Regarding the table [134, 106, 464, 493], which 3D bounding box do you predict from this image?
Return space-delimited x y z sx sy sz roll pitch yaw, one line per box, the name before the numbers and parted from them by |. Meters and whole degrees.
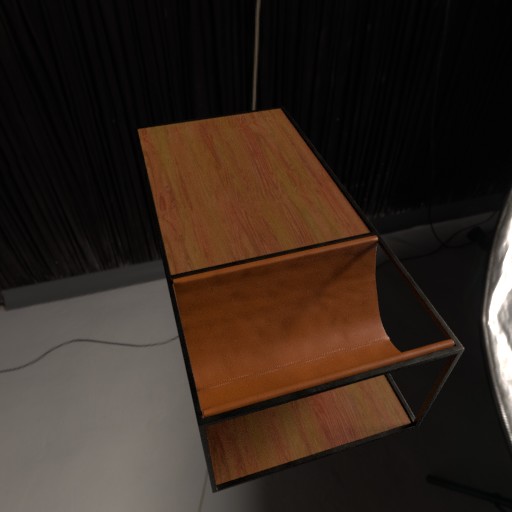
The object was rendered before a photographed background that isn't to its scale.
table | 0.000 0.000 1.461 0.597 0.403 1.199 -12 46 -12
